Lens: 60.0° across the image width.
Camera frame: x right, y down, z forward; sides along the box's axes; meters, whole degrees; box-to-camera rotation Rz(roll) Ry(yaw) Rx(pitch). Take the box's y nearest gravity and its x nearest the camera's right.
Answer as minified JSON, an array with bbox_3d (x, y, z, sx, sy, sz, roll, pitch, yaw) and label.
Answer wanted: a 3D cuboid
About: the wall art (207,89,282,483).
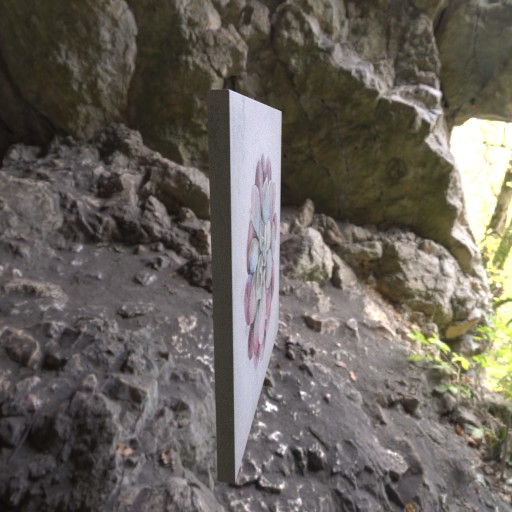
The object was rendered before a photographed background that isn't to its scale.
[{"bbox_3d":[0.000,0.000,1.173,0.041,0.762,0.762,3,16,9],"label":"wall art"}]
